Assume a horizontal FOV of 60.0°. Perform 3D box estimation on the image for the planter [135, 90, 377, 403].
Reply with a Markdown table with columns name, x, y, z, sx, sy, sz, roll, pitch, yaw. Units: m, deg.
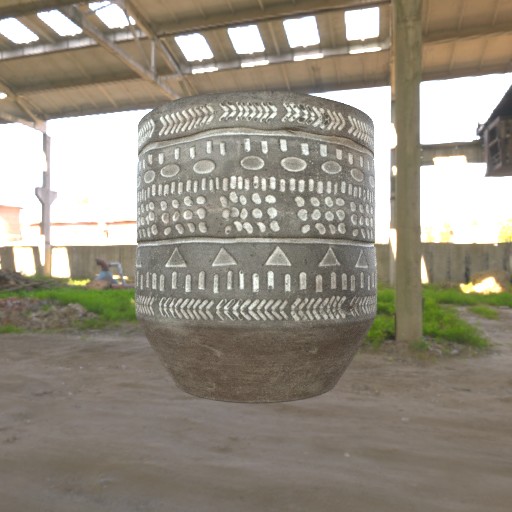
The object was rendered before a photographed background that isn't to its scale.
| name | x | y | z | sx | sy | sz | roll | pitch | yaw |
| --- | --- | --- | --- | --- | --- | --- | --- | --- | --- |
| planter | 0.000 | 0.000 | 0.231 | 0.122 | 0.128 | 0.122 | 0 | -1 | 0 |
